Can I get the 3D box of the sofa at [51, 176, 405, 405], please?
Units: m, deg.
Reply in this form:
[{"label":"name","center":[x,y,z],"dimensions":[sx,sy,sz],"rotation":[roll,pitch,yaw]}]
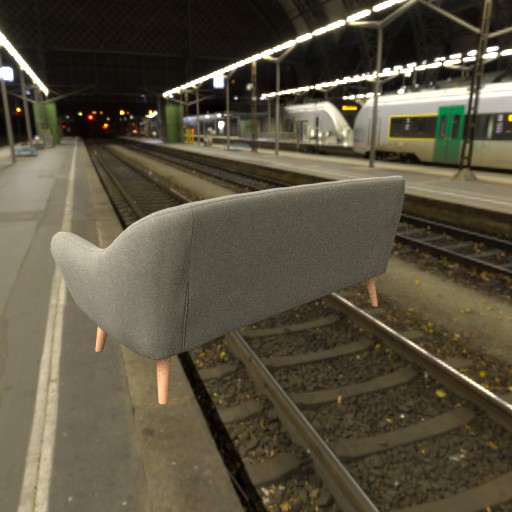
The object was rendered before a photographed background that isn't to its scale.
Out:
[{"label":"sofa","center":[0.000,0.000,2.334],"dimensions":[1.840,0.820,0.820],"rotation":[-14,21,-40]}]
